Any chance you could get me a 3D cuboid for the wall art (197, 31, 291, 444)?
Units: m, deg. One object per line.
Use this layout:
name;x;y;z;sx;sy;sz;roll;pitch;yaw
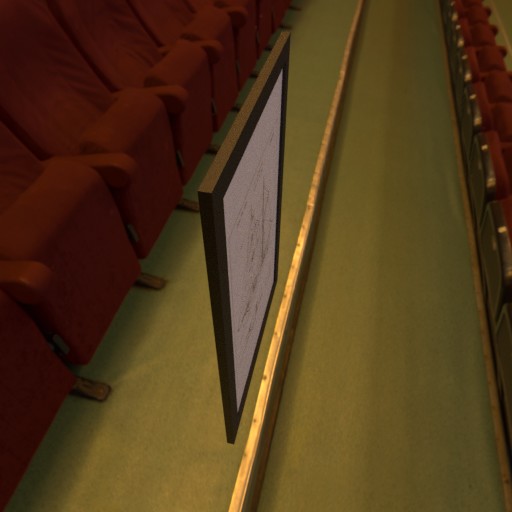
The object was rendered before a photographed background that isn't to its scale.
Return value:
wall art;0.000;0.000;0.691;0.013;0.534;0.381;9;46;9
